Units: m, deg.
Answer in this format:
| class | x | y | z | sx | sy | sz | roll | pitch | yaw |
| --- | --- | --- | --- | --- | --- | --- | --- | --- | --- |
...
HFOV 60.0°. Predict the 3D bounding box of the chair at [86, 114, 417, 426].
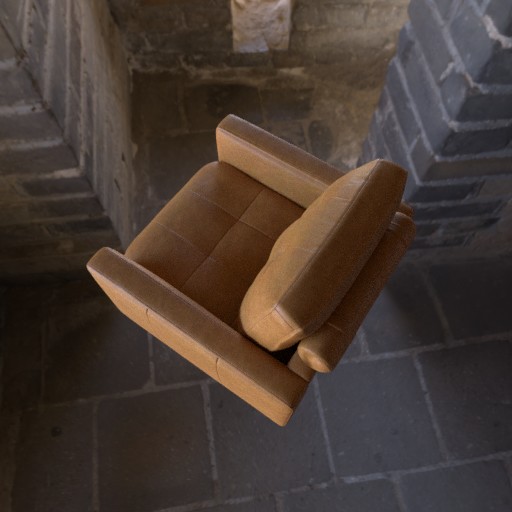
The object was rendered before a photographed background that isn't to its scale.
| class | x | y | z | sx | sy | sz | roll | pitch | yaw |
| --- | --- | --- | --- | --- | --- | --- | --- | --- | --- |
| chair | 0.000 | 0.000 | 1.593 | 0.868 | 0.896 | 0.831 | 32 | 68 | 15 |
